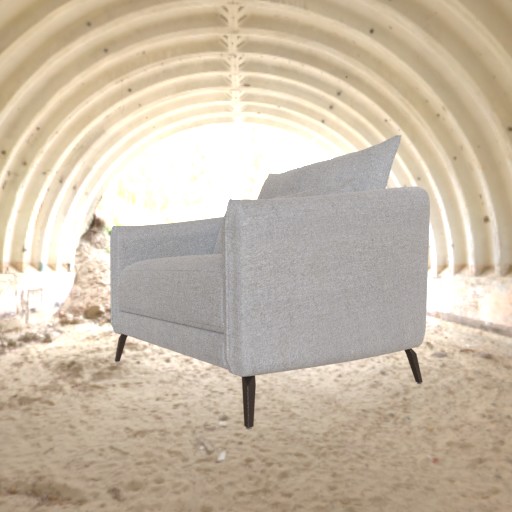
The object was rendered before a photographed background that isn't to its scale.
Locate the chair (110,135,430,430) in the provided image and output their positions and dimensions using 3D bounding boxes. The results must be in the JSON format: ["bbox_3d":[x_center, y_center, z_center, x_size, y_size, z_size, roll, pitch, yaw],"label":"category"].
[{"bbox_3d":[0.000,0.000,1.645,0.801,0.856,1.029,1,-2,-36],"label":"chair"}]
